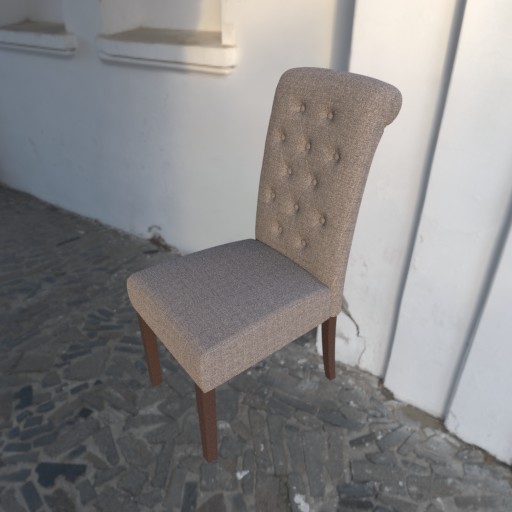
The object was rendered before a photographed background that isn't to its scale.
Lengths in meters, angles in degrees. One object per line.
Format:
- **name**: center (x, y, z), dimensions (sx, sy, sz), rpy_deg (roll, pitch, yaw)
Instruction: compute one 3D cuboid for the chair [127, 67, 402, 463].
- **chair**: center (0.000, 0.000, 1.350), dimensions (0.671, 1.006, 0.456), rpy_deg (-21, 37, -31)
